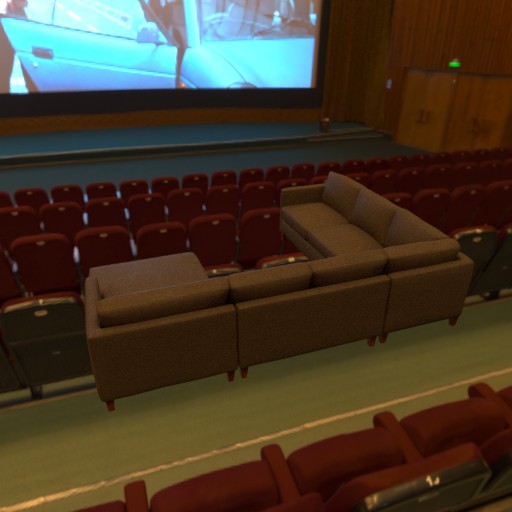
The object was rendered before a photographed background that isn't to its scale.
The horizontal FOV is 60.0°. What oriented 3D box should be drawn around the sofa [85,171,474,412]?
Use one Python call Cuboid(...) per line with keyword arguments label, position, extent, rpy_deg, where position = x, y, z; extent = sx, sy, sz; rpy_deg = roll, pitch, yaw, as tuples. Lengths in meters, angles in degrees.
Cuboid(label="sofa", position=(0.000, 0.000, 4.788), extent=(3.460, 0.961, 2.594), rpy_deg=(-9, 29, -17))
